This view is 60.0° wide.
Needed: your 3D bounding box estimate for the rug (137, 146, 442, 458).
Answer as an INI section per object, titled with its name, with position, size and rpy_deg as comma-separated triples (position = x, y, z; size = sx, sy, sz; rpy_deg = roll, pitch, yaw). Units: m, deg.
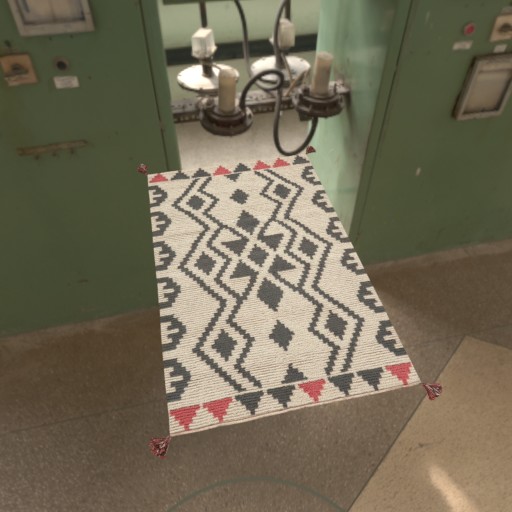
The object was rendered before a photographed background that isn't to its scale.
[rug]
position = 0.000, 0.000, 3.368
size = 1.741, 0.066, 2.672
rpy_deg = -9, 48, -8
